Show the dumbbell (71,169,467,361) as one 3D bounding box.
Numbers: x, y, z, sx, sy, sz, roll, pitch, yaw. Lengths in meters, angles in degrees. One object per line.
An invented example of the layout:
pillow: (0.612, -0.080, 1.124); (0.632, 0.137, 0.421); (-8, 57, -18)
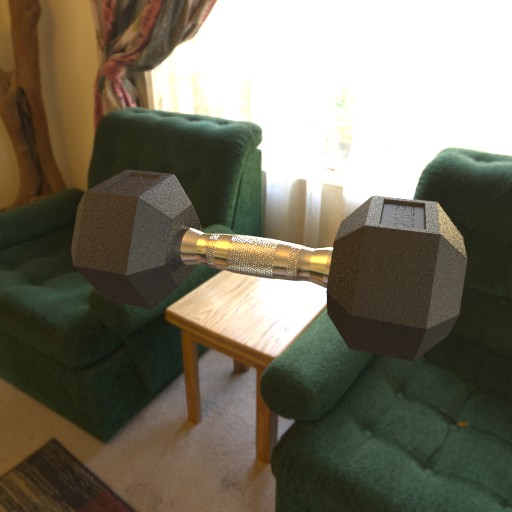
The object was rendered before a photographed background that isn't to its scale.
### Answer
dumbbell: (0.000, 0.000, 0.354); (0.297, 0.101, 0.116); (9, 29, 16)
